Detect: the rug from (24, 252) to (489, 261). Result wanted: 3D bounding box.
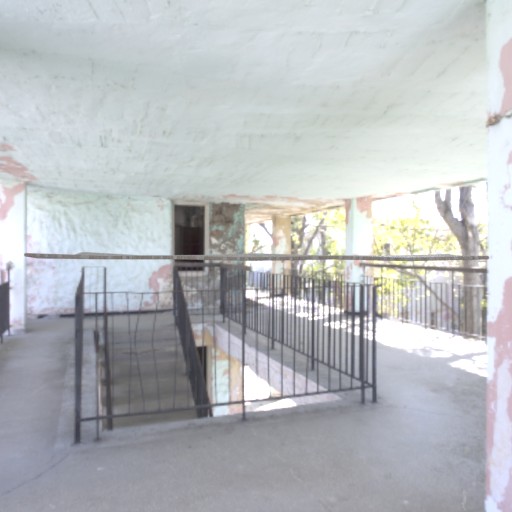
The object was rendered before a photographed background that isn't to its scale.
[{"bbox_3d":[0.000,0.000,2.702,2.452,0.051,0.752,0,0,1],"label":"rug"}]
